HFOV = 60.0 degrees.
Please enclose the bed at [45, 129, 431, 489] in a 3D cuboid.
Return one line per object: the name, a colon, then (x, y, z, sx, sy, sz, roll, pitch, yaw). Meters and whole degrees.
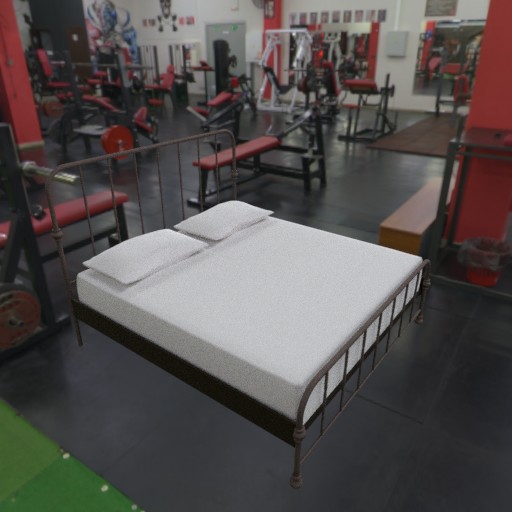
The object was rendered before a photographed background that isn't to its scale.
bed: (0.000, 0.000, 3.406, 2.134, 1.446, 2.044, 18, 31, 33)
